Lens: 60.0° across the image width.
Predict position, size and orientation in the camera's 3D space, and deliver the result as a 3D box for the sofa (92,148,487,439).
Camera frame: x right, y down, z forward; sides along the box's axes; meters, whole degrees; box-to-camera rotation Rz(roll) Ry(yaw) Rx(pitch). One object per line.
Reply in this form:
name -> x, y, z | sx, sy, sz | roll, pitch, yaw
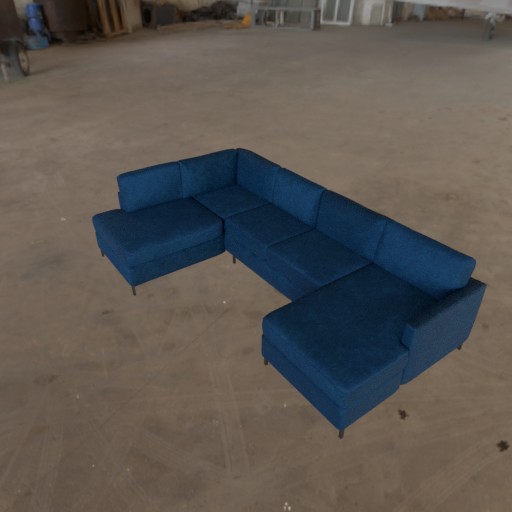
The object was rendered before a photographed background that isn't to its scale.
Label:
sofa -> 0.000, 0.000, 4.266 | 2.055, 0.992, 3.434 | -21, 38, -30
